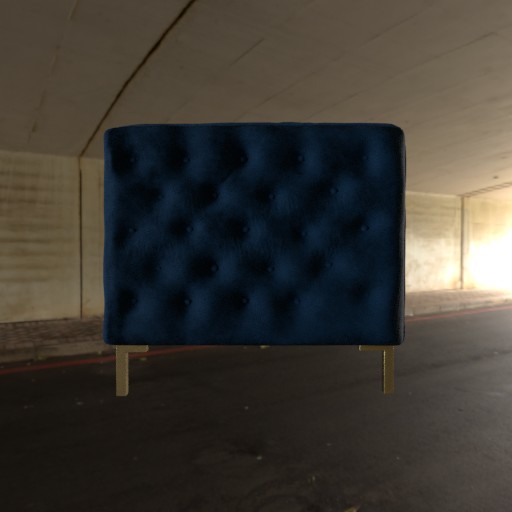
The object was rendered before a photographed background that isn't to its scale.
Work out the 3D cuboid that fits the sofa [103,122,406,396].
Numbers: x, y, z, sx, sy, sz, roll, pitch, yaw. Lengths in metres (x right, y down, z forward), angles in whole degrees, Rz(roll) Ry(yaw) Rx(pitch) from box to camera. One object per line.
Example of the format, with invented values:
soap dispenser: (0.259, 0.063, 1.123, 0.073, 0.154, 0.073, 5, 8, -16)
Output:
sofa: (0.000, 0.000, 2.042, 0.909, 0.810, 1.583, 0, 1, 0)
